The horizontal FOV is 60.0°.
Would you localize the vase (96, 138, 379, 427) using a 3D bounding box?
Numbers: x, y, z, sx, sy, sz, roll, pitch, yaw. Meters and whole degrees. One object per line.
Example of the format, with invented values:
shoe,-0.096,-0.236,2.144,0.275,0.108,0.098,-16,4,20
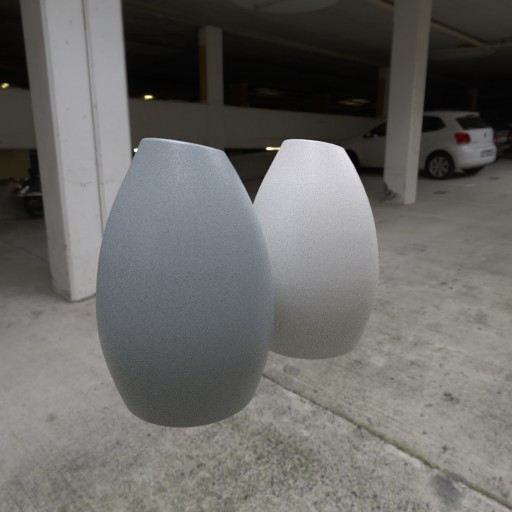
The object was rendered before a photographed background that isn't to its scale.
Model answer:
vase,0.000,0.000,0.257,0.187,0.131,0.089,-13,19,-42
